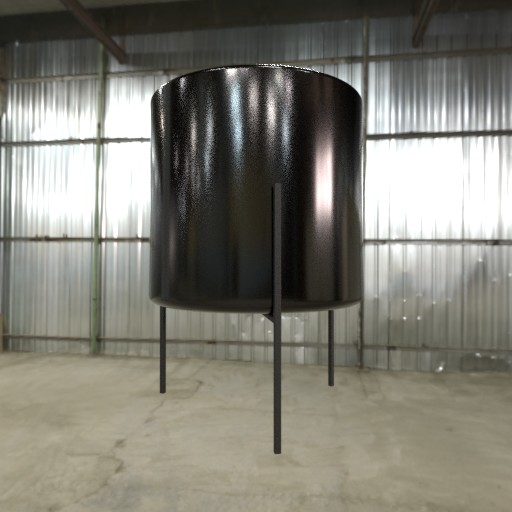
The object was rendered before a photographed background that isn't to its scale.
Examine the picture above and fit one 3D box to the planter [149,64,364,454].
[{"bbox_3d":[0.000,0.000,0.647,0.310,0.432,0.310,0,-1,37],"label":"planter"}]
